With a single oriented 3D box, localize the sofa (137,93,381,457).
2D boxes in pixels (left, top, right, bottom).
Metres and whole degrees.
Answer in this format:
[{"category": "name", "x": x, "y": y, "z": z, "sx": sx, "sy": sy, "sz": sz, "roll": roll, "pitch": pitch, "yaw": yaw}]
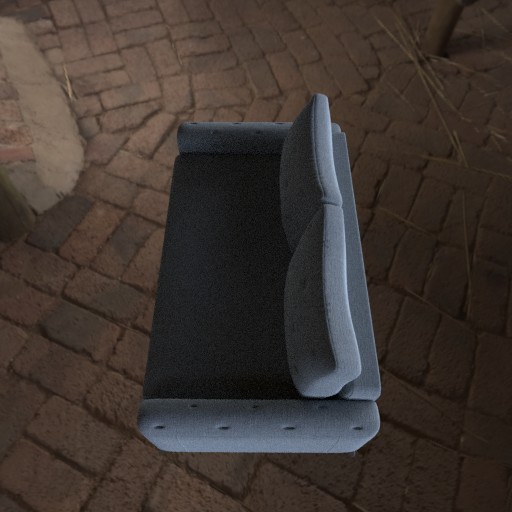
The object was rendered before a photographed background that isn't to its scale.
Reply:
[{"category": "sofa", "x": 0.000, "y": 0.000, "z": 2.094, "sx": 0.920, "sy": 0.790, "sz": 1.650, "roll": 0, "pitch": 58, "yaw": 0}]
